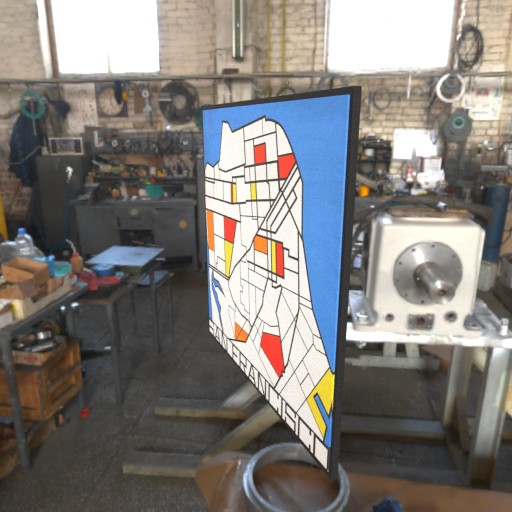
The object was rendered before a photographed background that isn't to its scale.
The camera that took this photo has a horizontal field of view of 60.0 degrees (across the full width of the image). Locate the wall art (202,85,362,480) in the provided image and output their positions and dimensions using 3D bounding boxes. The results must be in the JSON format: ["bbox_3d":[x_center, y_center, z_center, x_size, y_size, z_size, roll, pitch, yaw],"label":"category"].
[{"bbox_3d":[0.000,0.000,0.993,0.015,0.663,0.664,-7,18,-24],"label":"wall art"}]
